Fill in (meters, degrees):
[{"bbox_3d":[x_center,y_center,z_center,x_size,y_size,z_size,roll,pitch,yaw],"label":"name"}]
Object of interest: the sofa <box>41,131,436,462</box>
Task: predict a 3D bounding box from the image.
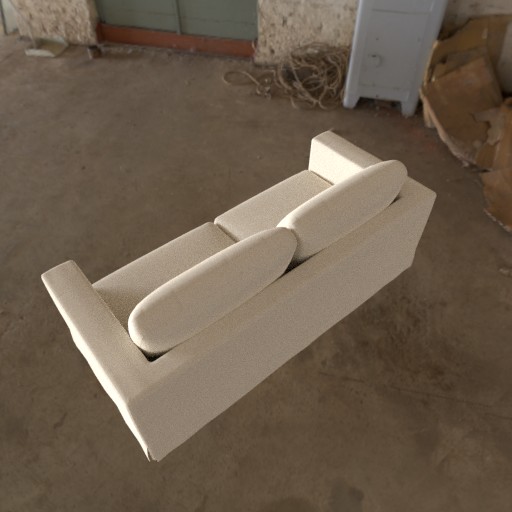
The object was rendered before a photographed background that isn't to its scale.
[{"bbox_3d":[0.000,0.000,2.658,2.163,0.881,0.954,-32,55,-25],"label":"sofa"}]
